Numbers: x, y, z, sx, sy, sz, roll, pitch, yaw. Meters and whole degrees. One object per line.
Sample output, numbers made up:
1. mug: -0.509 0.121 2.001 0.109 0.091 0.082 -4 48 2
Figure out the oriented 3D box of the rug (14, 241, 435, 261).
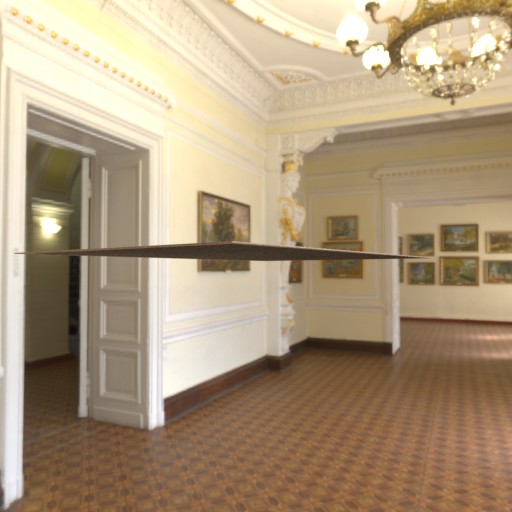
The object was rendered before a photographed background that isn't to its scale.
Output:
1. rug: 0.000 0.000 3.596 1.981 0.006 2.895 -1 -2 38
